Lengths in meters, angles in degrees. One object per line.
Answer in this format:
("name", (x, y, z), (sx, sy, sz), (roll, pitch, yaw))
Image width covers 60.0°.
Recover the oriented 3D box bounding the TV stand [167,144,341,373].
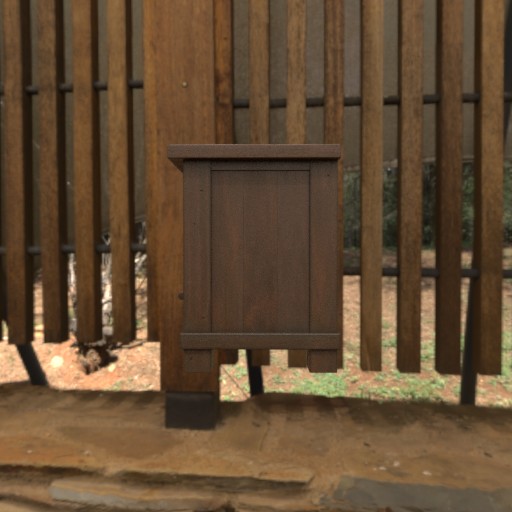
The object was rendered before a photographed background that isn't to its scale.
("TV stand", (0.000, 0.000, 2.106), (0.471, 0.615, 1.866), (0, 1, 0))
